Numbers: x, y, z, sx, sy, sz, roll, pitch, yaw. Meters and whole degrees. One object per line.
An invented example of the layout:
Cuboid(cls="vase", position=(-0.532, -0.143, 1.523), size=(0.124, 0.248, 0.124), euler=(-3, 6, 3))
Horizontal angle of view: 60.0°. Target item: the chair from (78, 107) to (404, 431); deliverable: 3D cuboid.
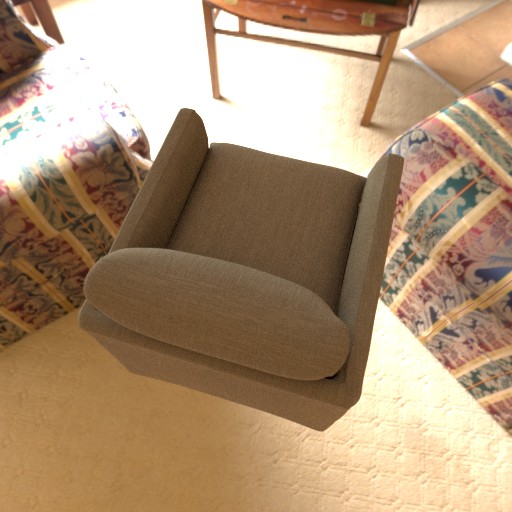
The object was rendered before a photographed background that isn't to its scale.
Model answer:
Cuboid(cls="chair", position=(0.000, 0.000, 1.439), size=(0.763, 0.811, 0.834), euler=(15, 64, 7))
